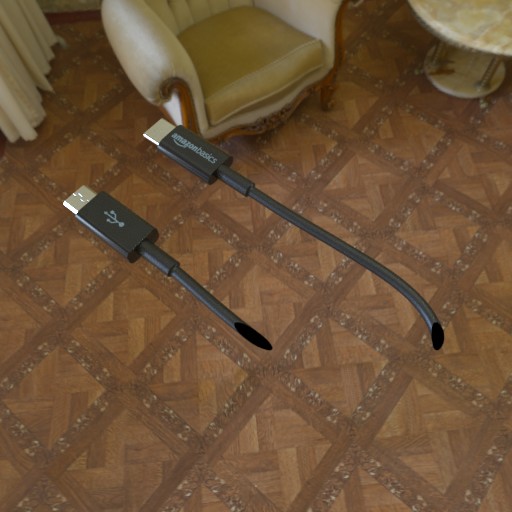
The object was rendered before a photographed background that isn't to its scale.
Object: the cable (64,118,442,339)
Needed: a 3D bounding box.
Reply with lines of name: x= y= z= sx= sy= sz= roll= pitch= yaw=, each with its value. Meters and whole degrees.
cable: x=0.000 y=0.000 z=0.109 sx=0.098 sy=0.006 sz=0.040 roll=35 pitch=68 yaw=16
